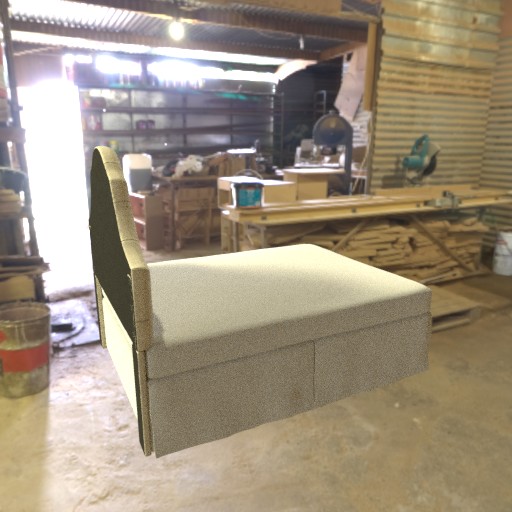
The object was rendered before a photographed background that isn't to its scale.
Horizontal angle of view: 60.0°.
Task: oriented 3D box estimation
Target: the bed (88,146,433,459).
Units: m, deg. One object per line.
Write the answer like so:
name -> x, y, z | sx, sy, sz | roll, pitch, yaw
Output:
bed -> 0.000, 0.000, 3.239 | 2.092, 1.575, 1.627 | -8, 17, -26
